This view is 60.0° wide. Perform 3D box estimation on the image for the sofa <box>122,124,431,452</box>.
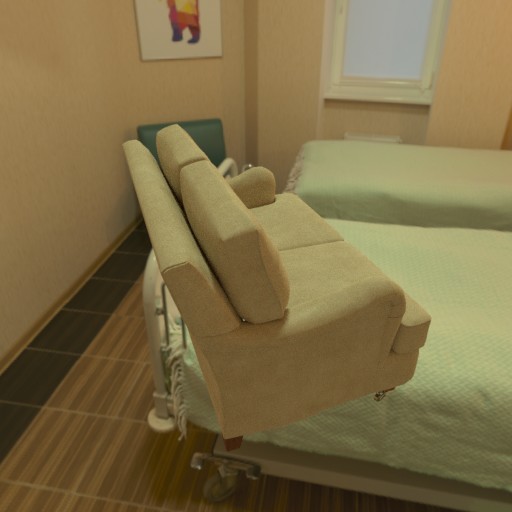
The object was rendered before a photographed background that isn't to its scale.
[{"bbox_3d":[0.000,0.000,2.254,1.086,1.087,1.498,-10,31,-17],"label":"sofa"}]
